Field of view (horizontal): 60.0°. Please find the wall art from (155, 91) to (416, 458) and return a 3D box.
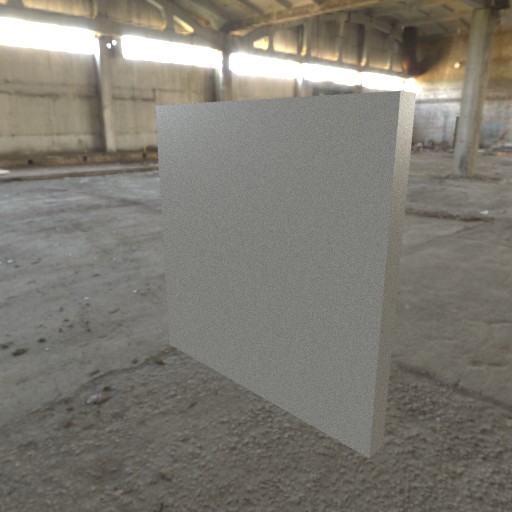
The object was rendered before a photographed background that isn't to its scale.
[{"bbox_3d":[0.000,0.000,0.535,0.355,0.355,0.027,15,22,43],"label":"wall art"}]
